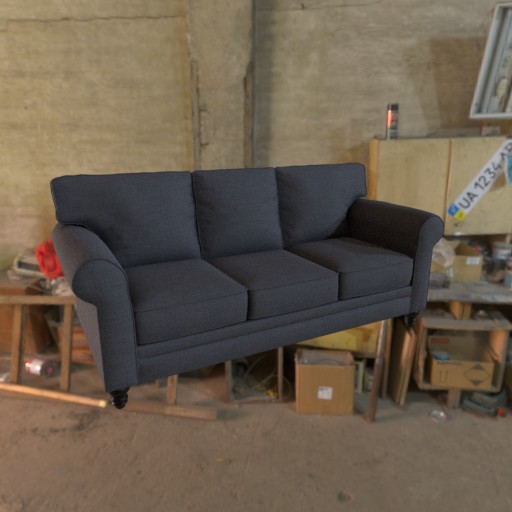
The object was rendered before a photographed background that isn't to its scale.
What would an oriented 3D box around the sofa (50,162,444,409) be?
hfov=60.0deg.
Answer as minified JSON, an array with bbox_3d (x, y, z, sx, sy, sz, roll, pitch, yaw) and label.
[{"bbox_3d":[0.000,0.000,2.552,2.084,0.966,0.909,-8,18,-27],"label":"sofa"}]
